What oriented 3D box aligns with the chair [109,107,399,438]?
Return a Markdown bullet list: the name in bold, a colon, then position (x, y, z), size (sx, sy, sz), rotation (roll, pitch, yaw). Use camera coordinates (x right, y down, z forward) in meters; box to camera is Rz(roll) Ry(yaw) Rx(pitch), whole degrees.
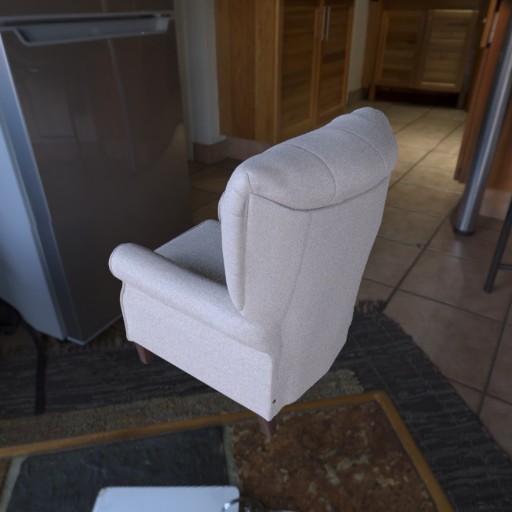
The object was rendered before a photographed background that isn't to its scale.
- **chair**: position (0.000, 0.000, 1.914), size (1.025, 1.209, 0.942), rotation (20, 37, 30)
